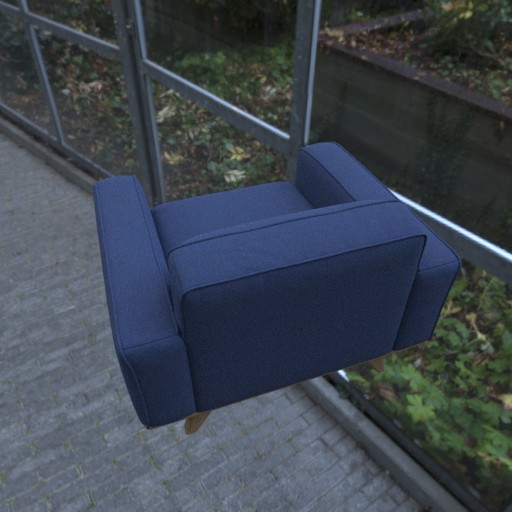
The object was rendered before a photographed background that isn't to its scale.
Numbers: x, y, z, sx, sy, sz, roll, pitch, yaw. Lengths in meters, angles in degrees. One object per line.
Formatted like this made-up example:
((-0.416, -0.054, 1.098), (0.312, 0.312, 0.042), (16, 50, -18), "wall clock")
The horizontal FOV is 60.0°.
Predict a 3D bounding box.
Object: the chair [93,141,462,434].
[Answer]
((0.000, 0.000, 1.723), (1.118, 0.783, 0.953), (-13, 42, -15), "chair")
